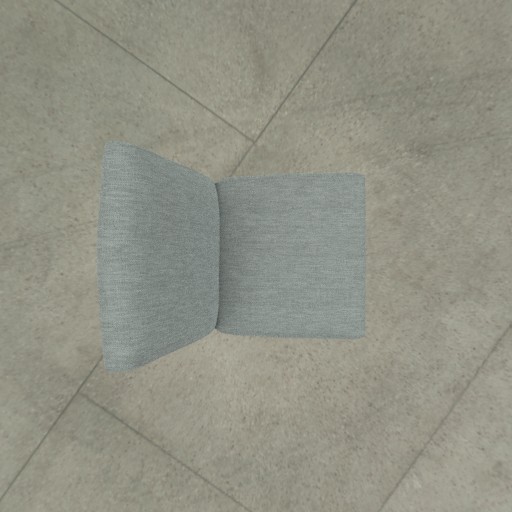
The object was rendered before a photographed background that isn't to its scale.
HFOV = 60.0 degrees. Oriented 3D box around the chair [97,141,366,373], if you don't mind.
[{"bbox_3d":[0.000,0.000,1.269,0.629,0.884,0.487,0,90,-1],"label":"chair"}]
